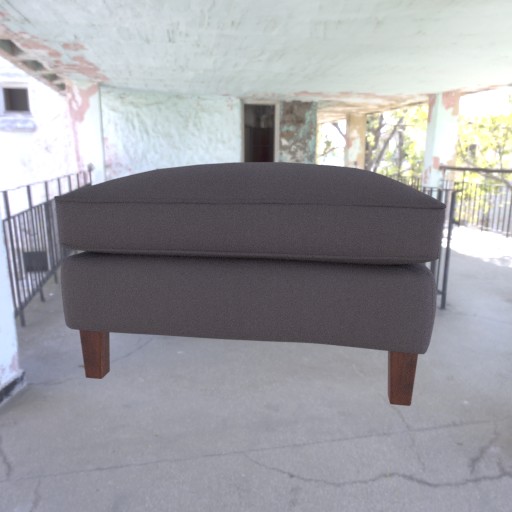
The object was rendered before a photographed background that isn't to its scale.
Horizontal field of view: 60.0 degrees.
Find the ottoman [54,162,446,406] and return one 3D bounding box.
[{"bbox_3d":[0.000,0.000,0.980,0.686,0.406,0.508,2,13,9],"label":"ottoman"}]
